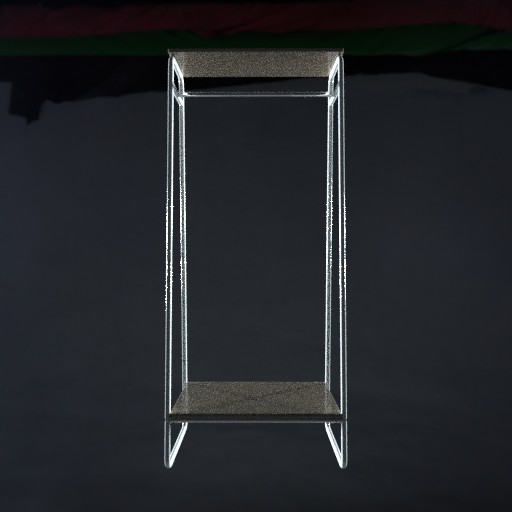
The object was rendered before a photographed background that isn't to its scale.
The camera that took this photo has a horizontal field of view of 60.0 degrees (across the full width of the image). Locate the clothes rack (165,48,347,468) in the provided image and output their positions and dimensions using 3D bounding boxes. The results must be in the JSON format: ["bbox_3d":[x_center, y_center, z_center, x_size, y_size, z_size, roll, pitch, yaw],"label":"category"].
[{"bbox_3d":[0.000,0.000,1.734,0.640,1.512,0.400,0,1,0],"label":"clothes rack"}]
